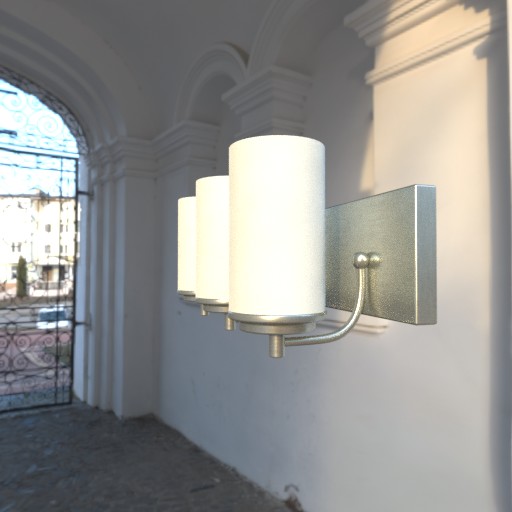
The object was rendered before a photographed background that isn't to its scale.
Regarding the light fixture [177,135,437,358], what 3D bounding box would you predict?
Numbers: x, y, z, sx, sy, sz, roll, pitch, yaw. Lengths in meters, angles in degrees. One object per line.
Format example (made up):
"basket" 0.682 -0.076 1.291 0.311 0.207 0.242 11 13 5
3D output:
"light fixture" 0.000 0.000 0.527 0.145 0.172 0.451 0 -1 -17
